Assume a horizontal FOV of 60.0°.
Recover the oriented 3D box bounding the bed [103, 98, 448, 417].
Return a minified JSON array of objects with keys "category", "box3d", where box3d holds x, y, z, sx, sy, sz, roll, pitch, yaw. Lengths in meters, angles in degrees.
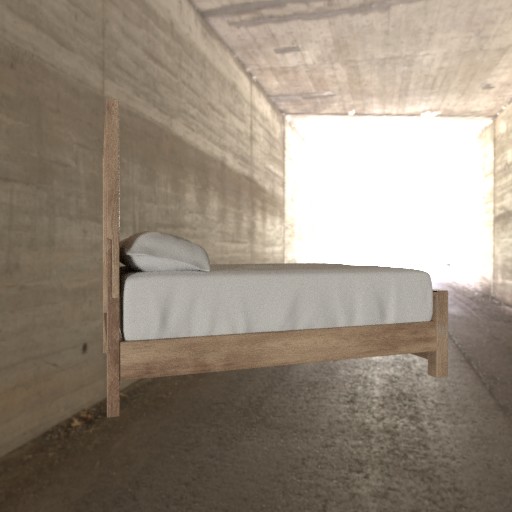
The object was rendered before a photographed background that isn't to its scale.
[{"category":"bed","box3d":[0.000,0.000,3.384,2.197,1.626,1.626,0,1,-20]}]
